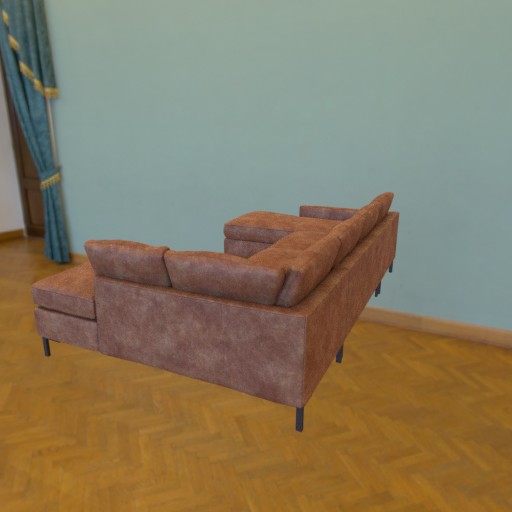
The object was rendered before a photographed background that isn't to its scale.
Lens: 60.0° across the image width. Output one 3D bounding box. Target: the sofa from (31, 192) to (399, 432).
[{"bbox_3d":[0.000,0.000,3.817,1.939,0.900,2.956,8,18,24],"label":"sofa"}]
